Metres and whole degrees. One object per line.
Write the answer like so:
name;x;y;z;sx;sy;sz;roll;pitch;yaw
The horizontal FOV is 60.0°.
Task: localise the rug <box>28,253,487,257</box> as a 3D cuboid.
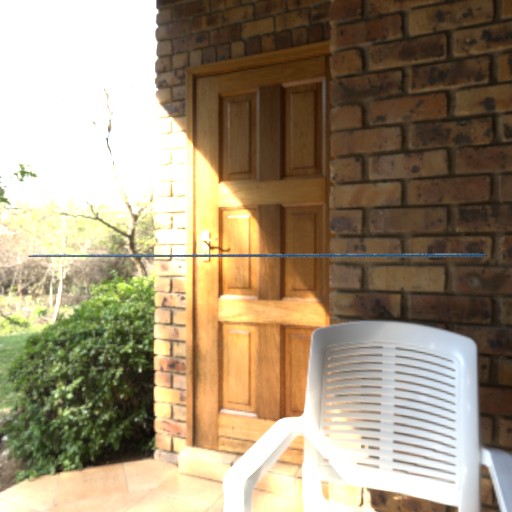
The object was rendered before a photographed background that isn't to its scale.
rug;0.000;0.000;1.410;1.219;0.007;0.604;0;0;17
